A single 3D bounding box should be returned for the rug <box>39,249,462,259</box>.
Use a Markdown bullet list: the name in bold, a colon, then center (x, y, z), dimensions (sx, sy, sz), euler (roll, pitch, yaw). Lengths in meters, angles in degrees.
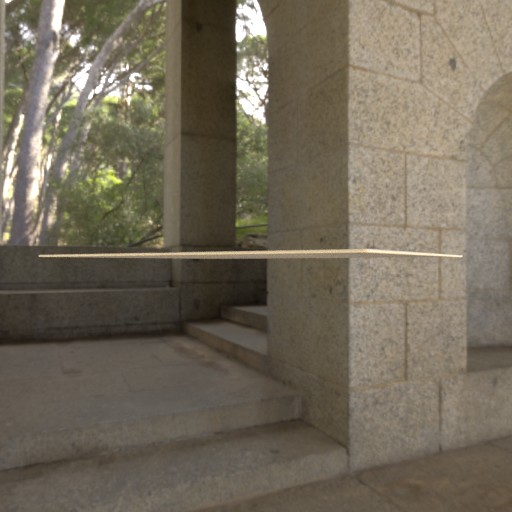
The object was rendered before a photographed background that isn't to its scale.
- **rug**: center (0.000, 0.000, 4.041), dimensions (3.051, 0.020, 2.407), euler (-1, -1, 35)
